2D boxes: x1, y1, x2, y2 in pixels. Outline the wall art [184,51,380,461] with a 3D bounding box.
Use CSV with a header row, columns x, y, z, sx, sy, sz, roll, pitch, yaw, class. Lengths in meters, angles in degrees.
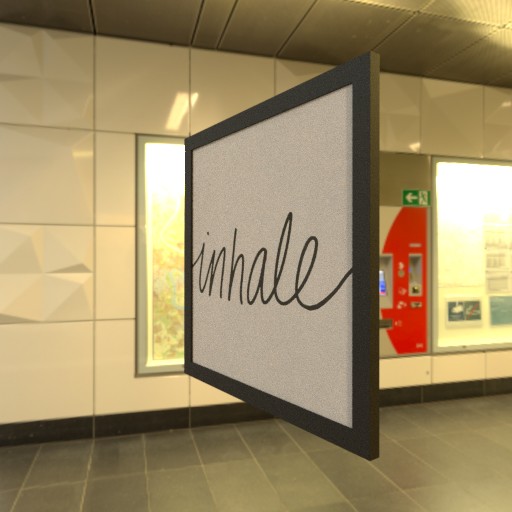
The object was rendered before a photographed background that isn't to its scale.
x,y,z,sx,sy,sz,roll,pitch,yaw,class
0.000,0.000,0.531,0.013,0.356,0.356,0,0,-36,wall art
